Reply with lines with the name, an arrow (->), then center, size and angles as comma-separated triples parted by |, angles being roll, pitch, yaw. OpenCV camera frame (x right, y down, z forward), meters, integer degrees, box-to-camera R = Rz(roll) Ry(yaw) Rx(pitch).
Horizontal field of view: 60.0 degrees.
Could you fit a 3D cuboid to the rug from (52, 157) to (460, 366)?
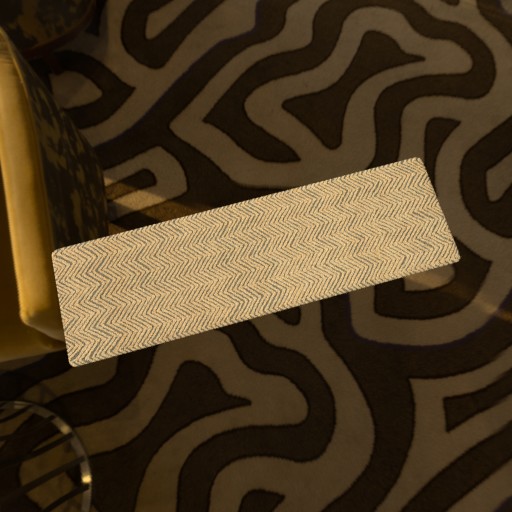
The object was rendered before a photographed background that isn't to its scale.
rug -> 0.000, 0.000, 2.575 | 2.286, 0.008, 0.686 | -15, 76, -4
